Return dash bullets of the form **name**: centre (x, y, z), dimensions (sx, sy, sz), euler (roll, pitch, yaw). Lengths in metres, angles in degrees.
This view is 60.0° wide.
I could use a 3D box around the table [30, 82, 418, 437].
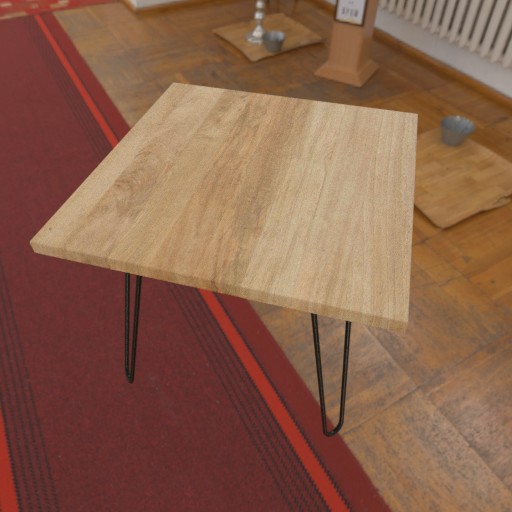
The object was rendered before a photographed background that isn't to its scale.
- **table**: centre (0.000, 0.000, 1.042), dimensions (0.599, 0.500, 0.599), euler (11, 47, 11)
